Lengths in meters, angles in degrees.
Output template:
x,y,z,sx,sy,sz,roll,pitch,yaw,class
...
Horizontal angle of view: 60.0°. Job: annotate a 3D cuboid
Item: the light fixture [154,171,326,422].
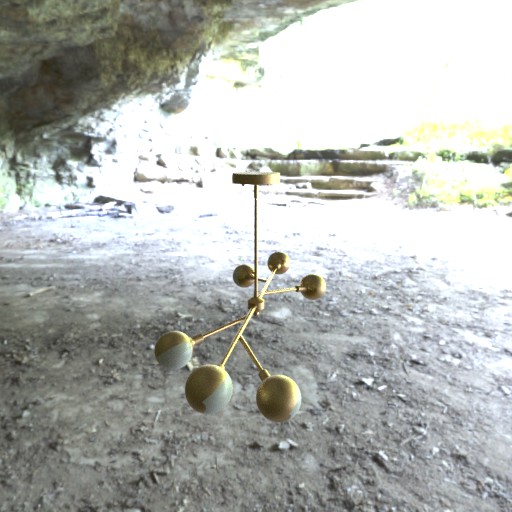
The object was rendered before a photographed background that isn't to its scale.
x,y,z,sx,sy,sz,roll,pitch,yaw,class
0.000,0.000,0.980,0.434,0.362,0.778,7,16,26,light fixture
